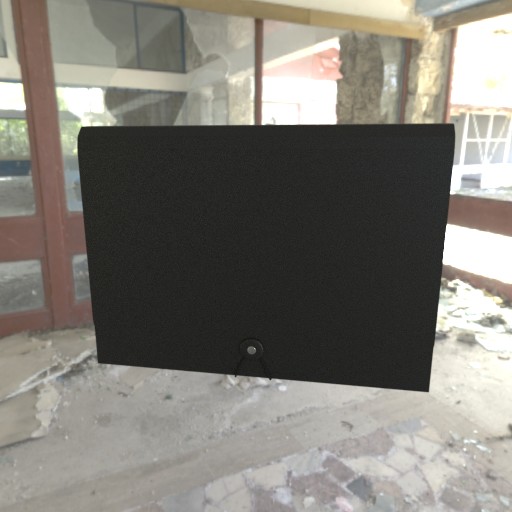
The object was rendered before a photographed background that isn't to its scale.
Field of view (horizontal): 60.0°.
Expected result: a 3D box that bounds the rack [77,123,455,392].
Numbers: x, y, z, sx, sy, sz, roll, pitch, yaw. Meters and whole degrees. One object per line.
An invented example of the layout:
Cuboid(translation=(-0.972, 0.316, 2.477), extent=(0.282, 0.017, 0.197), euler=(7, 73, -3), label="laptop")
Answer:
Cuboid(translation=(0.000, 0.000, 0.424), extent=(0.330, 0.241, 0.041), euler=(2, 14, 10), label="rack")
